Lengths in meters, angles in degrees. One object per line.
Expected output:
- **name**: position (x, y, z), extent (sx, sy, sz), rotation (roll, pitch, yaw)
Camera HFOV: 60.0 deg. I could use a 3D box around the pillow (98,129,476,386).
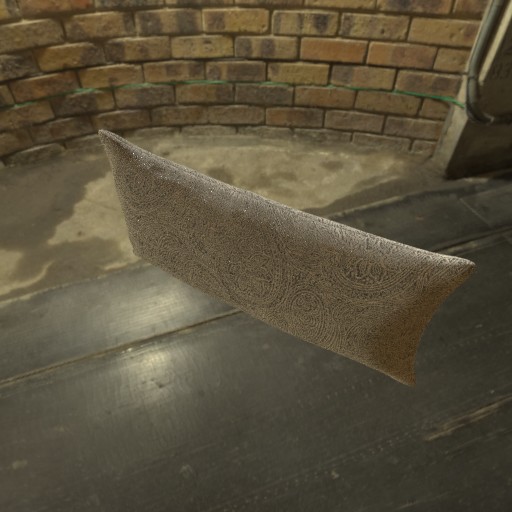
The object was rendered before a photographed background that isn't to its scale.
- **pillow**: position (0.000, 0.000, 0.743), extent (0.615, 0.295, 0.151), rotation (23, 50, 21)
